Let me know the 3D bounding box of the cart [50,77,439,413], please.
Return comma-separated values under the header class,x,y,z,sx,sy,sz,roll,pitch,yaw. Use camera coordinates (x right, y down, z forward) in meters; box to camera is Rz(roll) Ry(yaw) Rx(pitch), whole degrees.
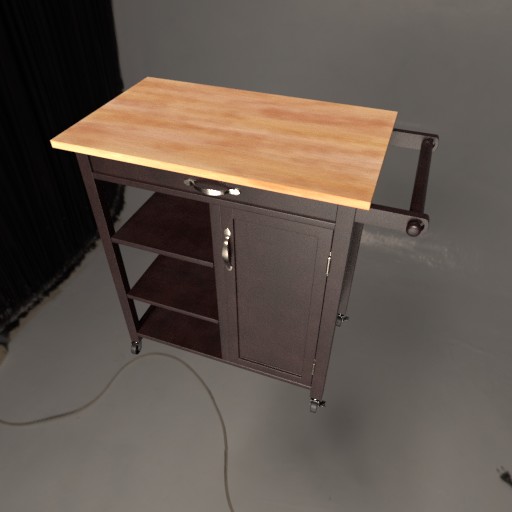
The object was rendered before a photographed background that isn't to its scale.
class,x,y,z,sx,sy,sz,roll,pitch,yaw
cart,0.000,0.000,1.436,0.914,0.878,0.472,14,43,15
